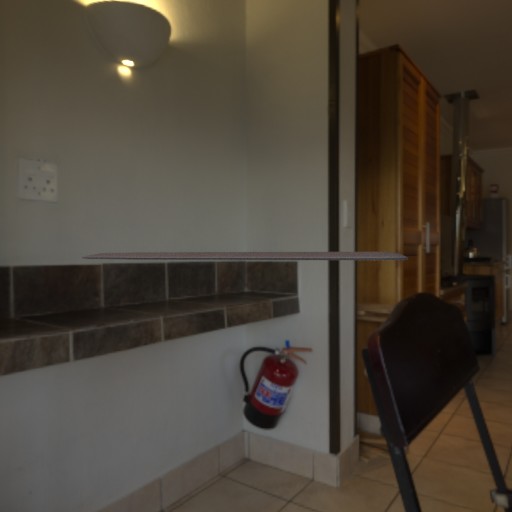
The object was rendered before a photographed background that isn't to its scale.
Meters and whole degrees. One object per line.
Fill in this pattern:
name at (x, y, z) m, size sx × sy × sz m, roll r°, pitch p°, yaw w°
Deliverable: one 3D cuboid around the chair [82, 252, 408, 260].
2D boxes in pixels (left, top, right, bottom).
chair at (0.000, 0.000, 1.958) m, size 1.219 × 0.024 × 1.372 m, roll 0°, pitch 0°, yaw 16°
